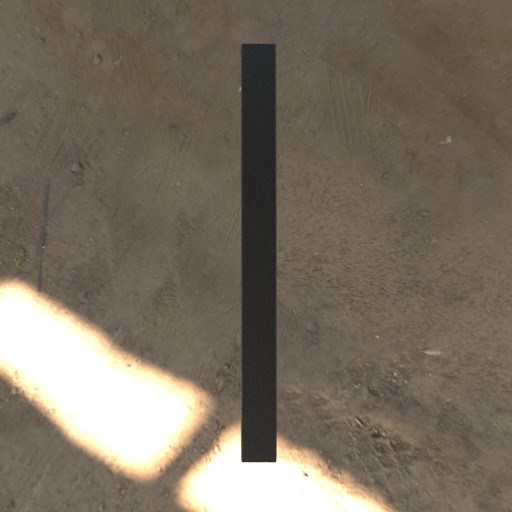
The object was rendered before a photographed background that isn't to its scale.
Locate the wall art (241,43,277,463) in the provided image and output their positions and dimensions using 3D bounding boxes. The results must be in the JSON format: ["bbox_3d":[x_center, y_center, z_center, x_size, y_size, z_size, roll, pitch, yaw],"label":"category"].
[{"bbox_3d":[0.000,0.000,0.752,0.039,0.555,0.449,0,89,-1],"label":"wall art"}]
